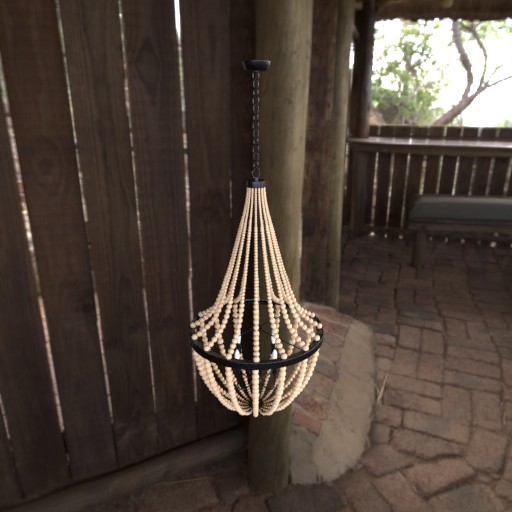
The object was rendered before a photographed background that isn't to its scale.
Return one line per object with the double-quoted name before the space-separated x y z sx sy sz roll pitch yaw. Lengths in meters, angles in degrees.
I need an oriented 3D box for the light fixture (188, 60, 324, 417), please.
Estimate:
"light fixture" 0.000 0.000 1.405 0.450 1.133 0.450 0 19 0
